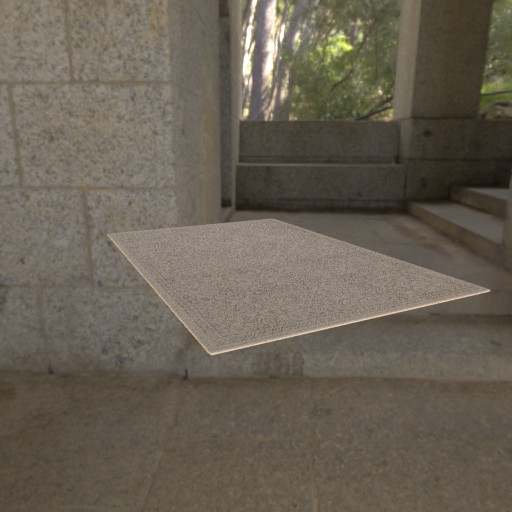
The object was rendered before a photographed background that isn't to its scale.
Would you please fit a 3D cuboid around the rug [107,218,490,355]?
[{"bbox_3d":[0.000,0.000,2.905,1.524,0.011,2.286,-7,17,-26],"label":"rug"}]
